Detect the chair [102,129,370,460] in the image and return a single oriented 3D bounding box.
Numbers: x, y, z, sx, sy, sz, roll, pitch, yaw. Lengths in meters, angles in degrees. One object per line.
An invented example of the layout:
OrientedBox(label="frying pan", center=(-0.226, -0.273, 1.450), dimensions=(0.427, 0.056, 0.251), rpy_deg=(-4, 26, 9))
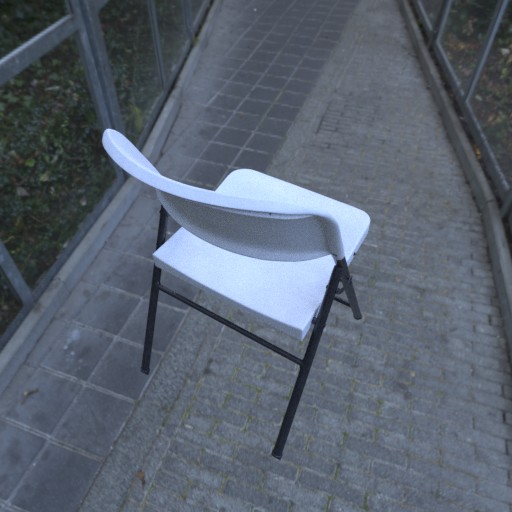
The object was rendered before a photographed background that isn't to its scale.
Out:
OrientedBox(label="chair", center=(0.000, 0.000, 1.123), dimensions=(0.494, 0.810, 0.566), rpy_deg=(24, 51, 22))
